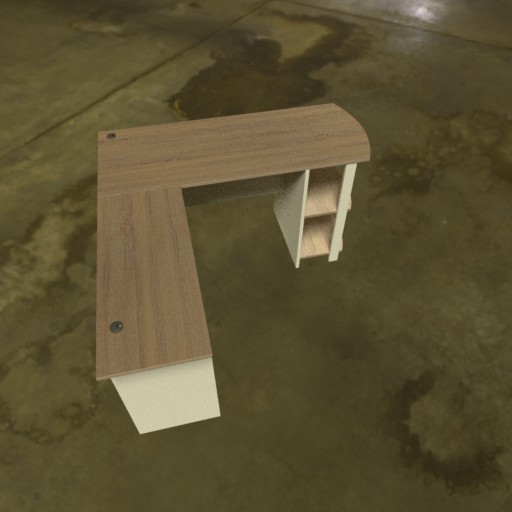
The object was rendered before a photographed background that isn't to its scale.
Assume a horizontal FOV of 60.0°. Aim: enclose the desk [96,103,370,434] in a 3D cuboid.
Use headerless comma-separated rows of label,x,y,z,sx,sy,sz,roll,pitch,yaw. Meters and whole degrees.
desk,0.000,0.000,2.134,1.303,0.716,1.361,-10,49,-9
